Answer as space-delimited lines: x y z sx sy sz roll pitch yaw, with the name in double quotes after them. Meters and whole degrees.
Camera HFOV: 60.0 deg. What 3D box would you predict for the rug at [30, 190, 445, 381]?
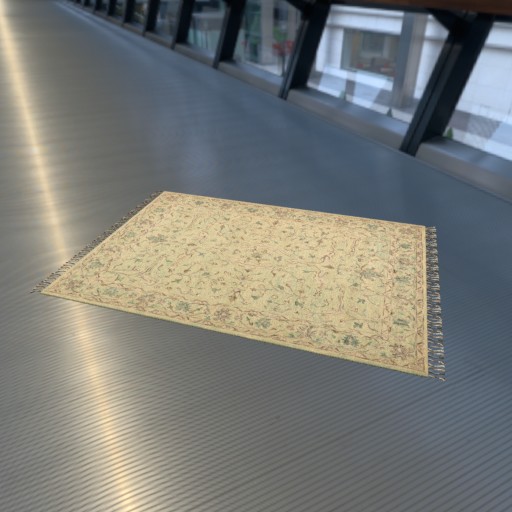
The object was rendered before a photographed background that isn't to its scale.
0.000 0.000 2.306 1.802 0.008 1.247 9 33 15 "rug"
